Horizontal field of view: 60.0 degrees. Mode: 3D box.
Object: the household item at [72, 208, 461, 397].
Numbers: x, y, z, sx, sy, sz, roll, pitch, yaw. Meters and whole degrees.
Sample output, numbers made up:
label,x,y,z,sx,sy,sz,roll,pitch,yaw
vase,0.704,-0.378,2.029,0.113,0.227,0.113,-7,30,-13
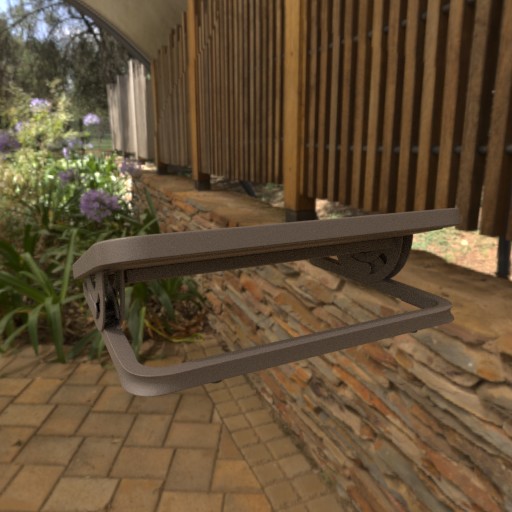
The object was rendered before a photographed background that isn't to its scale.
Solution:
label,x,y,z,sx,sy,sz,roll,pitch,yaw
household item,0.000,0.000,0.529,0.390,0.126,0.301,-7,15,-26
